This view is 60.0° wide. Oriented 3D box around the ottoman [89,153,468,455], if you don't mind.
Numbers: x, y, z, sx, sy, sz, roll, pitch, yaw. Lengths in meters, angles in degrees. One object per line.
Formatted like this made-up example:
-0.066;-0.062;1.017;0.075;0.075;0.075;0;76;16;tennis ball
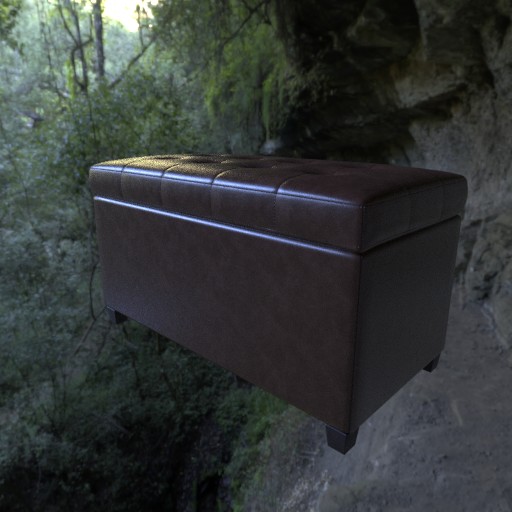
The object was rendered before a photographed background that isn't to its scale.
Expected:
0.000;0.000;1.109;0.838;0.470;0.432;15;22;41;ottoman
